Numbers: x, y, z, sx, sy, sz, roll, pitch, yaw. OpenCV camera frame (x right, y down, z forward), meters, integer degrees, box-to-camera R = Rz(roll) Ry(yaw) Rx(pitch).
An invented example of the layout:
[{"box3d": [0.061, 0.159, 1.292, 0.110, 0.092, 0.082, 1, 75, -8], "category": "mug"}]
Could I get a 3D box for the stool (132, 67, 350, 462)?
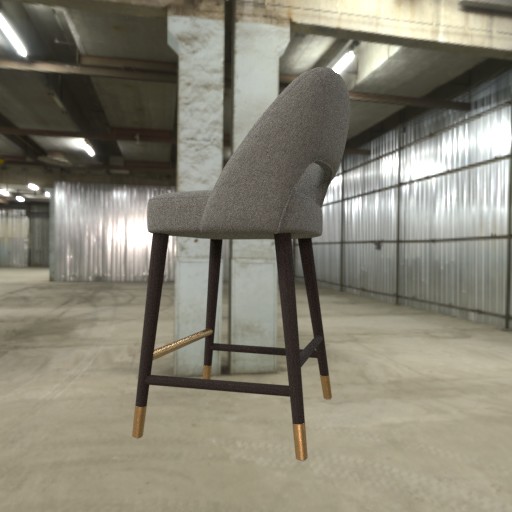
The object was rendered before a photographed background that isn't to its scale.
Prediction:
[{"box3d": [0.000, 0.000, 1.267, 0.524, 0.925, 0.536, 0, 0, 17], "category": "stool"}]
